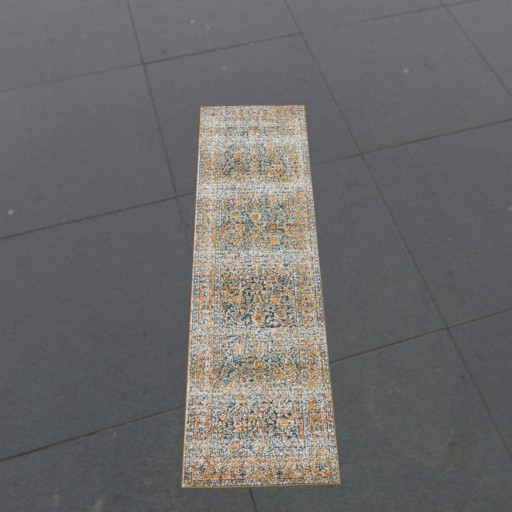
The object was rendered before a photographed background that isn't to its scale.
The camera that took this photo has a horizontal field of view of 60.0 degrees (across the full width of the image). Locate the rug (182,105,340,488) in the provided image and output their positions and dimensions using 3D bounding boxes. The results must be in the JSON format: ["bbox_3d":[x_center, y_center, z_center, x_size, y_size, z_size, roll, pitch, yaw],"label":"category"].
[{"bbox_3d":[0.000,0.000,2.485,0.704,0.014,2.294,-1,63,-1],"label":"rug"}]
